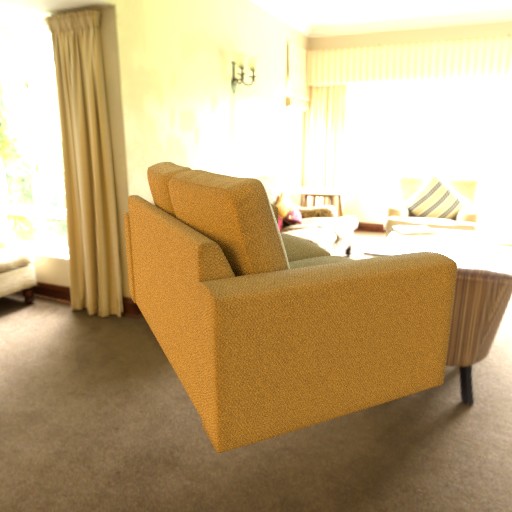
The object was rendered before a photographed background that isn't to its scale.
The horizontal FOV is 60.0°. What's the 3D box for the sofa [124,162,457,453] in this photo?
[{"bbox_3d":[0.000,0.000,2.201,1.016,0.873,1.616,-7,17,-24],"label":"sofa"}]
